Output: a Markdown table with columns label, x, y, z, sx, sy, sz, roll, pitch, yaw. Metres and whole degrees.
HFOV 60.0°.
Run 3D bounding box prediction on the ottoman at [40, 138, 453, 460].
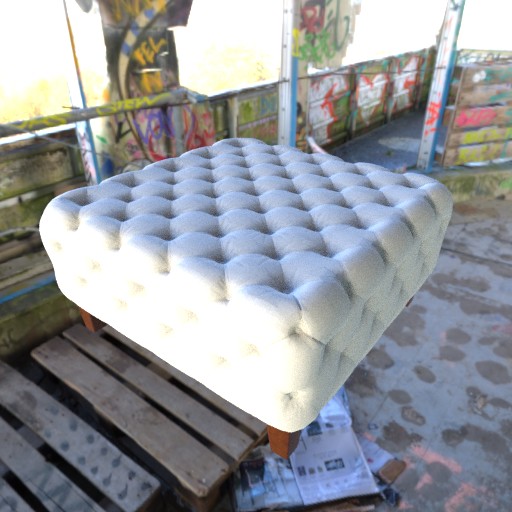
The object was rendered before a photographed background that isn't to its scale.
| label | x | y | z | sx | sy | sz | roll | pitch | yaw |
| --- | --- | --- | --- | --- | --- | --- | --- | --- | --- |
| ottoman | 0.000 | 0.000 | 1.154 | 0.755 | 0.376 | 0.753 | 21 | 37 | 32 |
